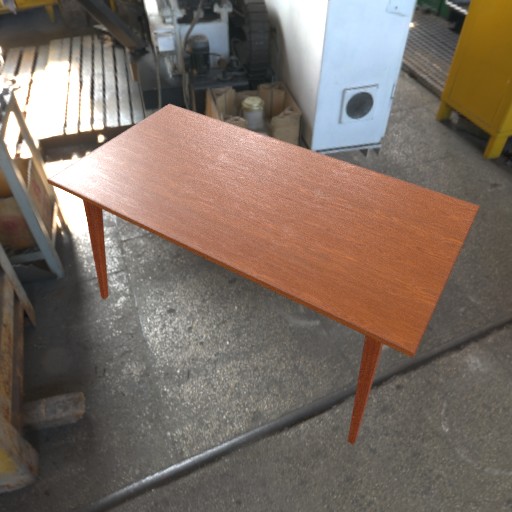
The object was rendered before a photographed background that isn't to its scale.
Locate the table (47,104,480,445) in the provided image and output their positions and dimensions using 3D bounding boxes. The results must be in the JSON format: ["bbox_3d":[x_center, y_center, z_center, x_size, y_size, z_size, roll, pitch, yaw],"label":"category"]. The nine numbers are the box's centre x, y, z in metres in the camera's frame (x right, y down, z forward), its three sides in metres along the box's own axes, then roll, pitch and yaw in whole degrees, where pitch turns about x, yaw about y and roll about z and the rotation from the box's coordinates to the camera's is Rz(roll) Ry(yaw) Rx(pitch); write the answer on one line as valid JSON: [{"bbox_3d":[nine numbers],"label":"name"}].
[{"bbox_3d":[0.000,0.000,2.102,1.609,0.755,0.811,24,50,22],"label":"table"}]
